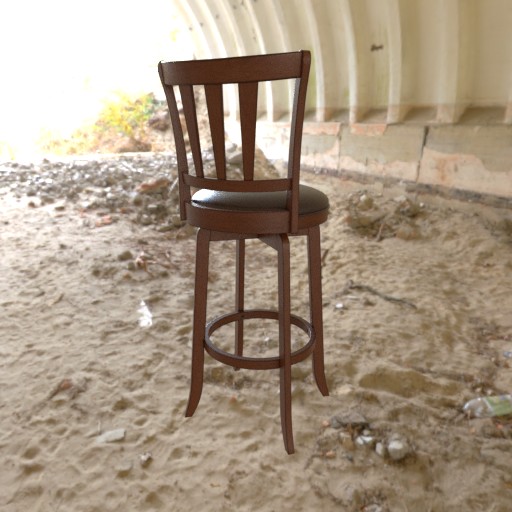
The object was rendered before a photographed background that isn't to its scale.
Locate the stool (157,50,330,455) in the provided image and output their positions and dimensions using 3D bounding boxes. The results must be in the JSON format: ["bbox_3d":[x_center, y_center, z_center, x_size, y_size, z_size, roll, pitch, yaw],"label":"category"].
[{"bbox_3d":[0.000,0.000,1.463,0.464,1.177,0.503,9,19,26],"label":"stool"}]
